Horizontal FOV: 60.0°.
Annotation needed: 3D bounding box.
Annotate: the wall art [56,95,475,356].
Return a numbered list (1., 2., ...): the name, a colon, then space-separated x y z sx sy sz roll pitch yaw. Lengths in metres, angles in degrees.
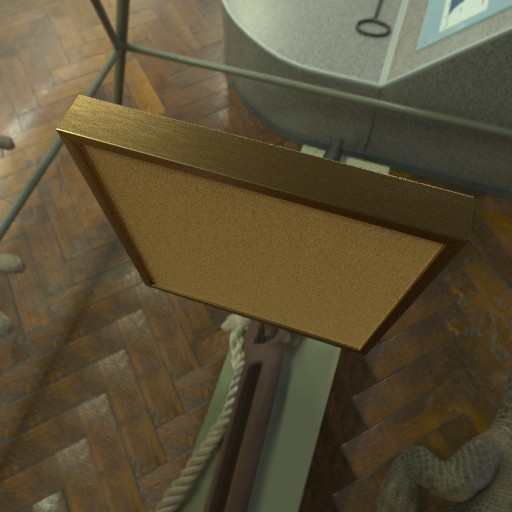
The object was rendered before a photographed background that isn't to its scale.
1. wall art: 0.000 0.000 0.454 0.305 0.305 0.037 17 65 8
